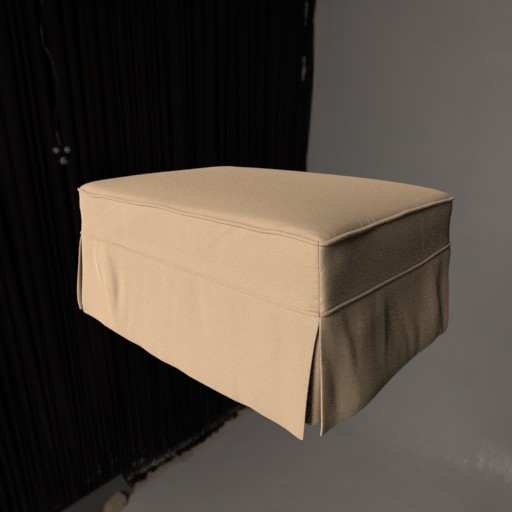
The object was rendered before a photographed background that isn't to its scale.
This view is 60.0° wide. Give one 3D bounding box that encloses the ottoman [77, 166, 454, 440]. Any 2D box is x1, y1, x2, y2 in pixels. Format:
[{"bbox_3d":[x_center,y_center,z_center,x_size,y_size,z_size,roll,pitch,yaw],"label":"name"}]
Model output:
[{"bbox_3d":[0.000,0.000,1.321,0.959,0.482,0.721,15,23,40],"label":"ottoman"}]
